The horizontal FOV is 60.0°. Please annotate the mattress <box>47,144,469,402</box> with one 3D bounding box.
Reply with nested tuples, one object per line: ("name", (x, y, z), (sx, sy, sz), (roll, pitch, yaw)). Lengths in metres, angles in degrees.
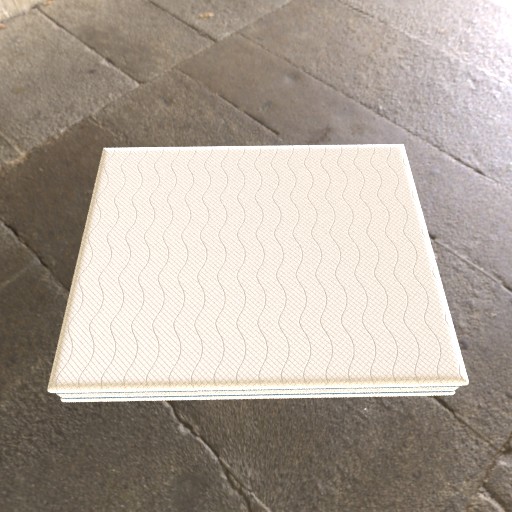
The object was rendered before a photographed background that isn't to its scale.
("mattress", (0.000, 0.000, 2.606), (2.000, 0.230, 1.600), (-1, 58, -1))
